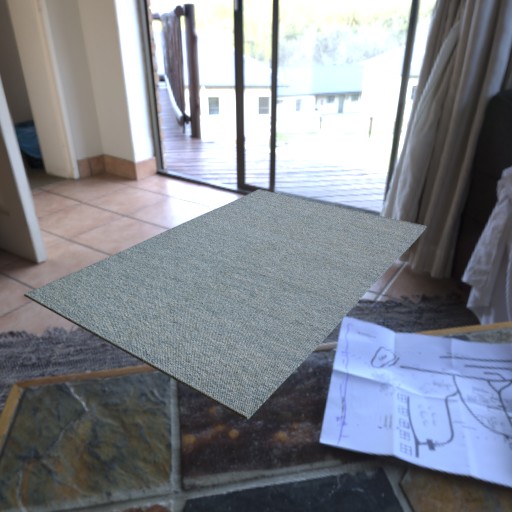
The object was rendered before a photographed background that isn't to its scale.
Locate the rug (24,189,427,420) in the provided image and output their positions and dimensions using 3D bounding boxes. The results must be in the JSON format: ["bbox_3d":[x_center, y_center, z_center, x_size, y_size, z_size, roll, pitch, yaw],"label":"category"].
[{"bbox_3d":[0.000,0.000,2.894,1.547,0.013,2.283,18,32,31],"label":"rug"}]
